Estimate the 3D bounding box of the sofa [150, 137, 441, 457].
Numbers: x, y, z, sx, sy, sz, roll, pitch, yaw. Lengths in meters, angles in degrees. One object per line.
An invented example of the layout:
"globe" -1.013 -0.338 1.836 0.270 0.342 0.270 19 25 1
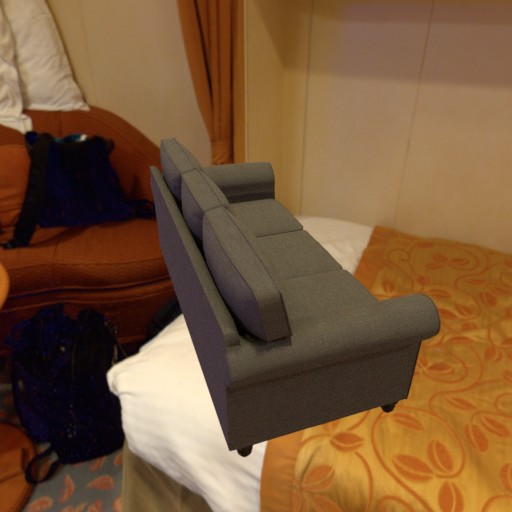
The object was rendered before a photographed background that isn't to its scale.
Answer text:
"sofa" 0.000 0.000 2.588 0.909 0.966 2.084 -10 31 -17
